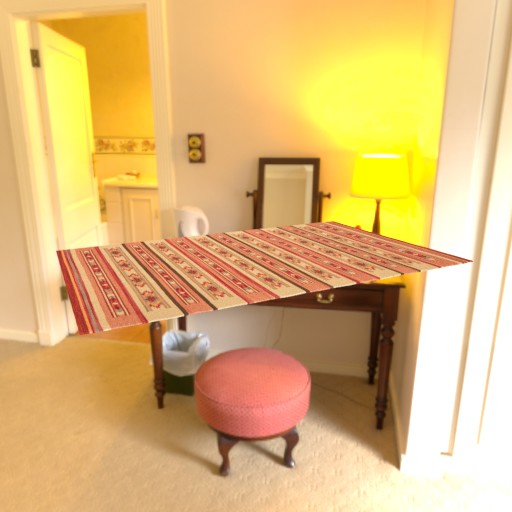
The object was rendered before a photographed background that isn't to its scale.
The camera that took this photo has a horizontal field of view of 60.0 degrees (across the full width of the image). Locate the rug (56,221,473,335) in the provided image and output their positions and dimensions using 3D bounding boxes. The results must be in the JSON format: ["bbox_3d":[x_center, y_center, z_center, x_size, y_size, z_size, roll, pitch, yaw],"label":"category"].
[{"bbox_3d":[0.000,0.000,3.041,2.431,0.010,1.535,-8,17,-26],"label":"rug"}]
